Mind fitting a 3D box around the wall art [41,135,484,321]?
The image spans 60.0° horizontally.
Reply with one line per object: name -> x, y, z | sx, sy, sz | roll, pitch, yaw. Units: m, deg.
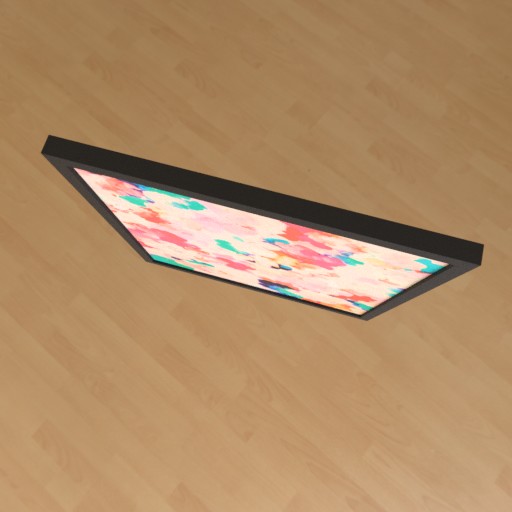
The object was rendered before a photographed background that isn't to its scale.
wall art -> 0.000, 0.000, 0.446 | 0.306, 0.304, 0.015 | 15, 75, 4
